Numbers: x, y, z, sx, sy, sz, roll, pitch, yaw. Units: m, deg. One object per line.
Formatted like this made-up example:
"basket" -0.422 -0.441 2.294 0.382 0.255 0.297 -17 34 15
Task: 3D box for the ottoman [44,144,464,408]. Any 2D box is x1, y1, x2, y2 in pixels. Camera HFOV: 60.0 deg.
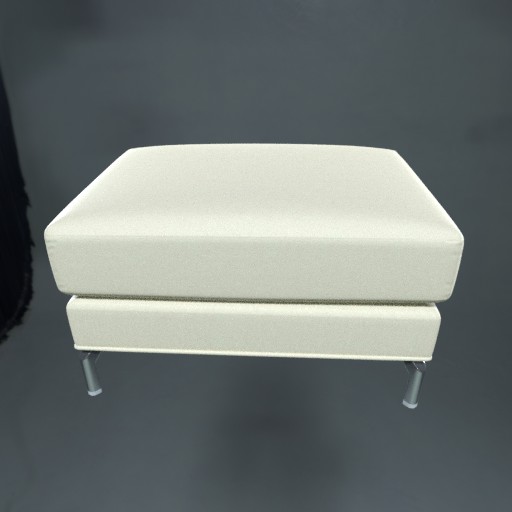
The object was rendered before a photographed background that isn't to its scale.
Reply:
"ottoman" 0.000 0.000 1.191 0.835 0.497 0.581 1 29 2
